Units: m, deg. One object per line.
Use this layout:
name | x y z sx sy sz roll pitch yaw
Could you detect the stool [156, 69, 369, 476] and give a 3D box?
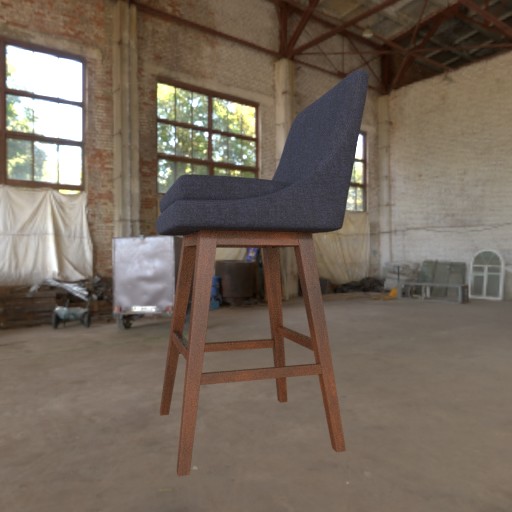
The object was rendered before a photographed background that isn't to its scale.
stool | 0.000 0.000 1.378 0.572 1.068 0.489 0 0 -18
